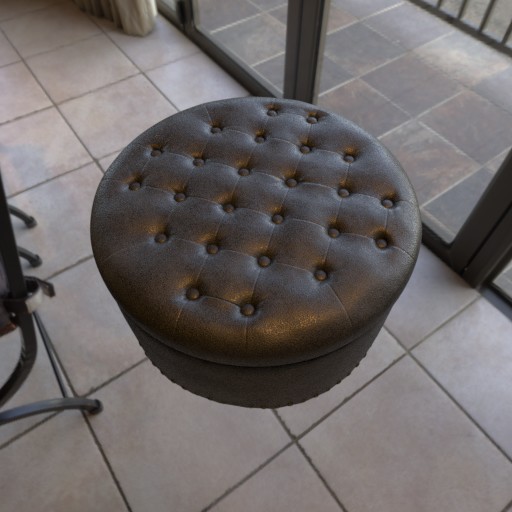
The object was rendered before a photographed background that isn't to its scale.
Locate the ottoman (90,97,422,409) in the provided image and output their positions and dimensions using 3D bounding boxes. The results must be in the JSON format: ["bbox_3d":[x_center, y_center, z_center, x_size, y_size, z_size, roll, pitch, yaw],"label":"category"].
[{"bbox_3d":[0.000,0.000,1.021,0.637,0.442,0.637,0,56,0],"label":"ottoman"}]
